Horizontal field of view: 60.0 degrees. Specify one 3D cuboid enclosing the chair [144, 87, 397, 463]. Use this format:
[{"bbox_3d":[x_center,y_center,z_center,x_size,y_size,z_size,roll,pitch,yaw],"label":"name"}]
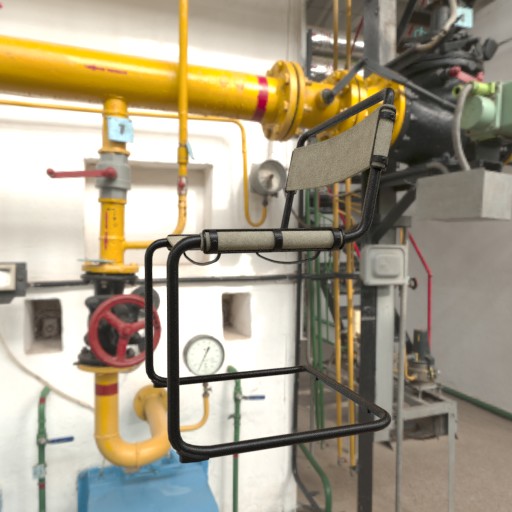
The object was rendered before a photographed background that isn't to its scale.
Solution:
[{"bbox_3d":[0.000,0.000,1.093,0.497,0.747,0.499,-1,2,-19],"label":"chair"}]
